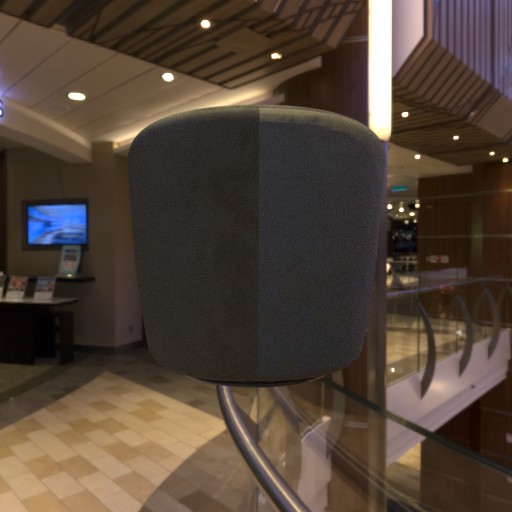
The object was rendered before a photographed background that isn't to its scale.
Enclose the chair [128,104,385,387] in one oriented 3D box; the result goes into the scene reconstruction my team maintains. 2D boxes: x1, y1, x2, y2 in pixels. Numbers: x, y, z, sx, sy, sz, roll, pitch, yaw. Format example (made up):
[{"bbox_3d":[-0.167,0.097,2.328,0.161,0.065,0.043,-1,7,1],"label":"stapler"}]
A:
[{"bbox_3d":[0.000,0.000,1.354,0.773,0.698,0.767,0,1,-1],"label":"chair"}]
